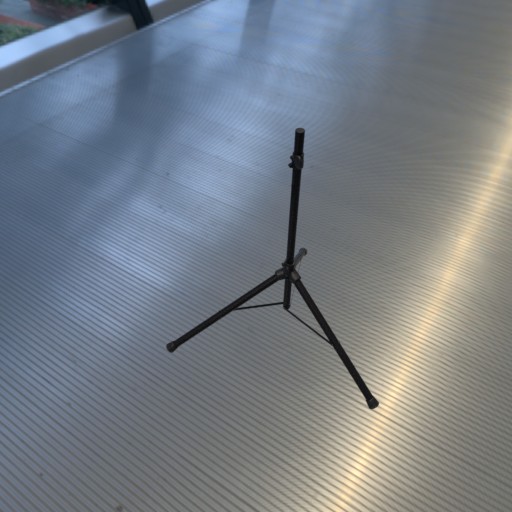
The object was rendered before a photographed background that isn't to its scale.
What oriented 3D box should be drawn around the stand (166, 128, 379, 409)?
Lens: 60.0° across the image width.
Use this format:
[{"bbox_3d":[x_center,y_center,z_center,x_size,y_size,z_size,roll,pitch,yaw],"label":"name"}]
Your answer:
[{"bbox_3d":[0.000,0.000,1.878,0.907,1.136,1.045,-9,46,-9],"label":"stand"}]
